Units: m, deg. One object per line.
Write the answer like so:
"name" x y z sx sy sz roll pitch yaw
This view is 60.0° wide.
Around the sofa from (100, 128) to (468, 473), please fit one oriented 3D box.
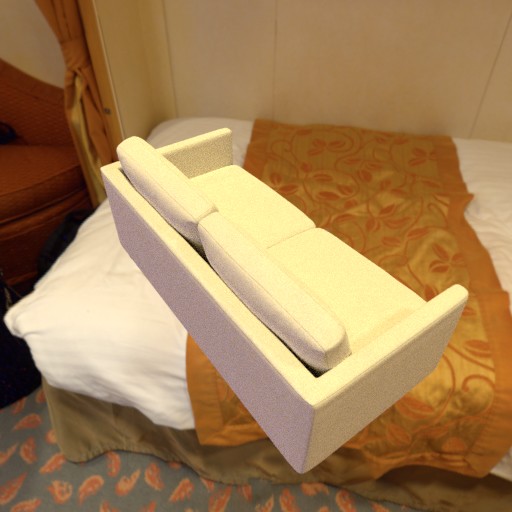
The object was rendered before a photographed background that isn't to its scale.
"sofa" 0.000 0.000 2.486 0.965 0.889 1.981 -26 48 -26
